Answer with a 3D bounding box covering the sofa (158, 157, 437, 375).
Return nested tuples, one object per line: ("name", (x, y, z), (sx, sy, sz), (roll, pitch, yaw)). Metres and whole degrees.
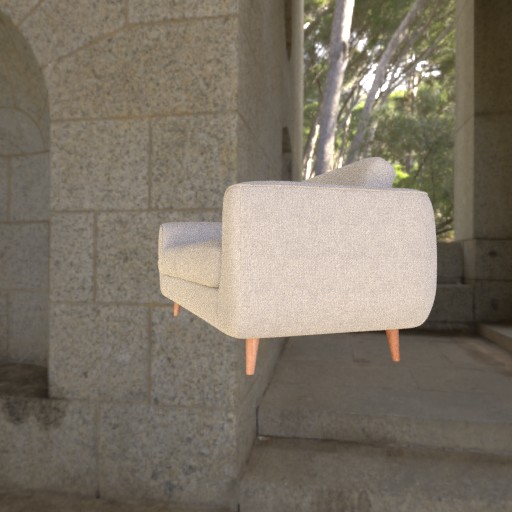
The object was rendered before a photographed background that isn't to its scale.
("sofa", (0.000, 0.000, 2.485), (0.920, 0.850, 2.000), (0, 0, -19))
